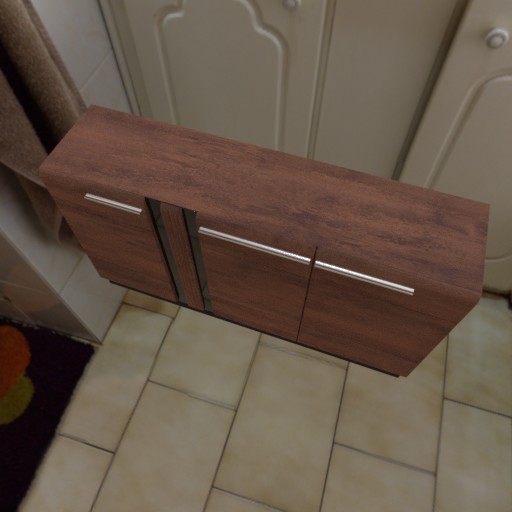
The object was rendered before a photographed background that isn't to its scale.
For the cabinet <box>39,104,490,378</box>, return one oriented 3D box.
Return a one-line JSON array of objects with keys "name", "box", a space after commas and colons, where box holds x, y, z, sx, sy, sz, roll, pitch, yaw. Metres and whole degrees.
[{"name": "cabinet", "box": [0.000, 0.000, 1.978, 1.600, 0.900, 0.420, 17, 59, 10]}]
